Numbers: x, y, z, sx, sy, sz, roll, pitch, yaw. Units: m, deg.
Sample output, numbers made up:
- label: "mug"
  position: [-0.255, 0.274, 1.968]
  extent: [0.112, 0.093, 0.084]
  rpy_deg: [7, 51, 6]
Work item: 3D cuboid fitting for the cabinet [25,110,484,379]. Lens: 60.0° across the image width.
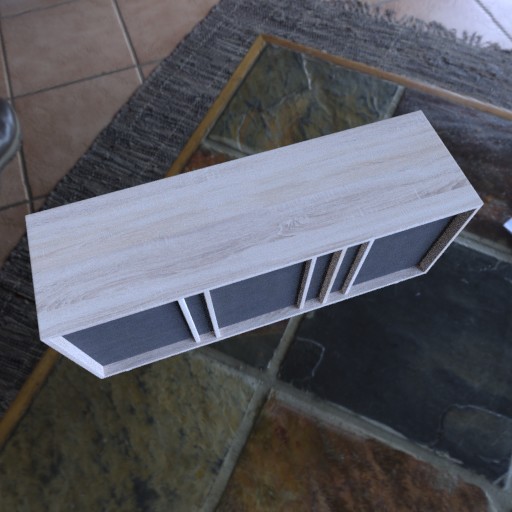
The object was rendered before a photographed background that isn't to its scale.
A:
- label: "cabinet"
  position: [0.000, 0.000, 2.012]
  extent: [1.650, 0.780, 0.500]
  rpy_deg: [-17, 65, -8]
